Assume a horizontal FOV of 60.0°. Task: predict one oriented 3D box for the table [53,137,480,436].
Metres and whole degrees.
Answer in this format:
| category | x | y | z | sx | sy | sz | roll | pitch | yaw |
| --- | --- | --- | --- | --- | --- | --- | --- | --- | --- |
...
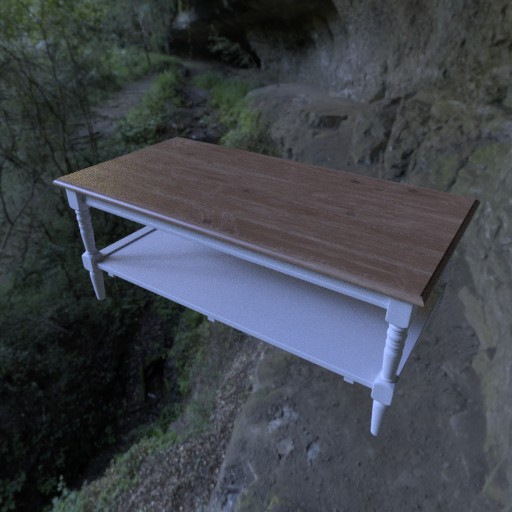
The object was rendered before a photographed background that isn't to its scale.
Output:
| category | x | y | z | sx | sy | sz | roll | pitch | yaw |
| --- | --- | --- | --- | --- | --- | --- | --- | --- | --- |
| table | 0.000 | 0.000 | 1.400 | 1.118 | 0.458 | 0.559 | 19 | 36 | 28 |
